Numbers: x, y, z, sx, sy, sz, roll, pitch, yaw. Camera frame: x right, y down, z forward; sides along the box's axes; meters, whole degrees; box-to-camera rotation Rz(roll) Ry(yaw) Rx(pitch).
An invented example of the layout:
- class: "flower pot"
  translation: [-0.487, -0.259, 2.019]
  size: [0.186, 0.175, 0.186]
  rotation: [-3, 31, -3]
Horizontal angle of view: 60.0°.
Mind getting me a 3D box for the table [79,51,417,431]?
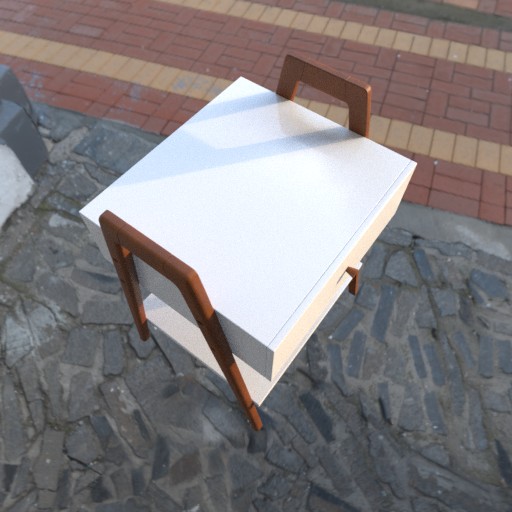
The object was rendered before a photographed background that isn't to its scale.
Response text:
- class: "table"
  translation: [0.000, 0.000, 0.907]
  size: [0.405, 0.610, 0.457]
  rotation: [33, 64, 18]
